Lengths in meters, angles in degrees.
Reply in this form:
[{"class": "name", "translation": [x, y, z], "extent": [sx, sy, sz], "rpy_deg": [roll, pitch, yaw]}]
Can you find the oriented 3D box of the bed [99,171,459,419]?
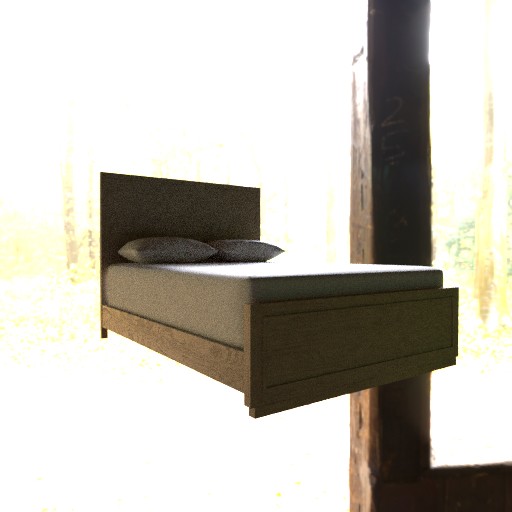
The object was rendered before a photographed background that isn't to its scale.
[{"class": "bed", "translation": [0.000, 0.000, 3.228], "extent": [1.606, 1.369, 2.189], "rpy_deg": [0, 1, -35]}]
